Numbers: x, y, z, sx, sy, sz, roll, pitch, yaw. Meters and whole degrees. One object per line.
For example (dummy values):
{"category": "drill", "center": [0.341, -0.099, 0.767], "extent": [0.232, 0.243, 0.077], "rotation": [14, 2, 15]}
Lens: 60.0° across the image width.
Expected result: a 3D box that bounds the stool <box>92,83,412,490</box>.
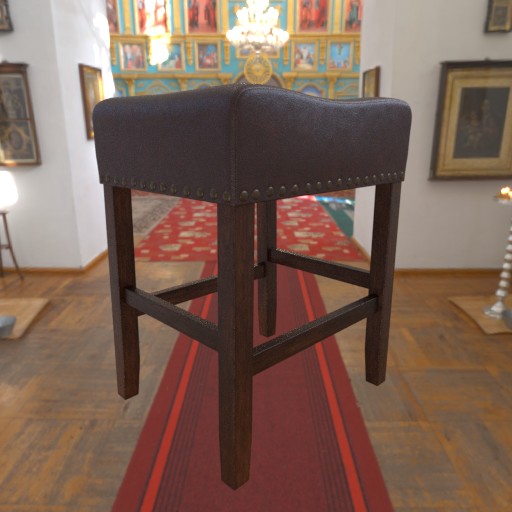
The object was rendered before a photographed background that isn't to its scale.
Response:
{"category": "stool", "center": [0.000, 0.000, 0.901], "extent": [0.465, 0.608, 0.397], "rotation": [-15, 21, -42]}
